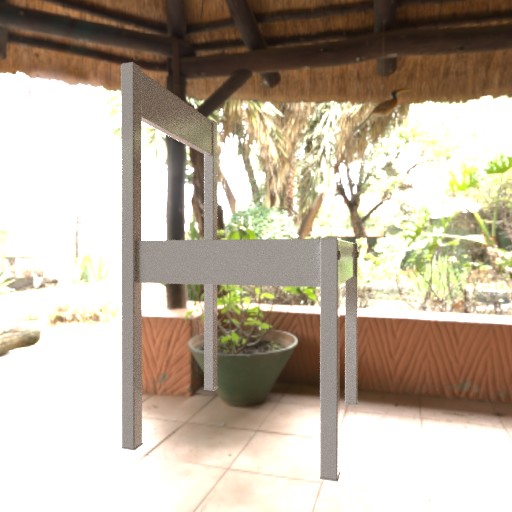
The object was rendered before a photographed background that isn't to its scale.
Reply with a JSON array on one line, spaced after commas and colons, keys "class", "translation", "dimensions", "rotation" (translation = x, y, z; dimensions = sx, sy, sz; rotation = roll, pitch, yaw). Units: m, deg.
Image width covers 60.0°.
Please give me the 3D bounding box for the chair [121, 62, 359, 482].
[{"class": "chair", "translation": [0.000, 0.000, 0.674], "dimensions": [0.285, 0.505, 0.285], "rotation": [0, 0, 17]}]
